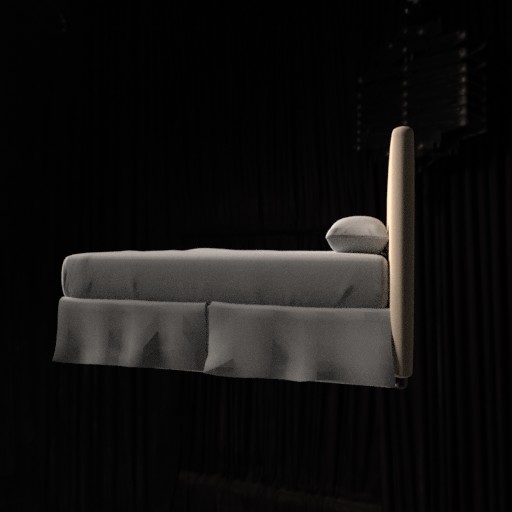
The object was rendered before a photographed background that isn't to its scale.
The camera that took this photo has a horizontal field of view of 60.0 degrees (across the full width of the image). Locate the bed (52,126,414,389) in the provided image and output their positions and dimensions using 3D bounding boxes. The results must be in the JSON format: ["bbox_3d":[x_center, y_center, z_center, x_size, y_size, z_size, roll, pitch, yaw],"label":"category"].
[{"bbox_3d":[0.000,0.000,3.321,2.142,1.330,1.884,0,1,16],"label":"bed"}]
